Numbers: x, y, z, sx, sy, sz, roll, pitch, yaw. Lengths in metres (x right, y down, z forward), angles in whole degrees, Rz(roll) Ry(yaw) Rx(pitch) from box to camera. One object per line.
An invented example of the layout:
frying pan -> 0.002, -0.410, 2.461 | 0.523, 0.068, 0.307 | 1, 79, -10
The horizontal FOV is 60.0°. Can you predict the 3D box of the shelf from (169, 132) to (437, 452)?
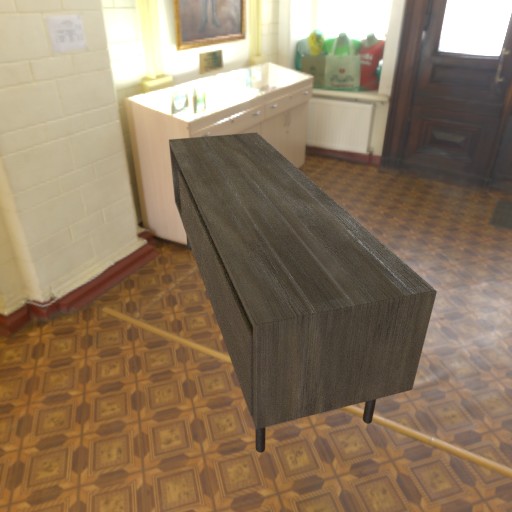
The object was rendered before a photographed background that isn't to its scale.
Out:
shelf -> 0.000, 0.000, 1.536 | 0.400, 0.495, 1.300 | -9, 32, -14
